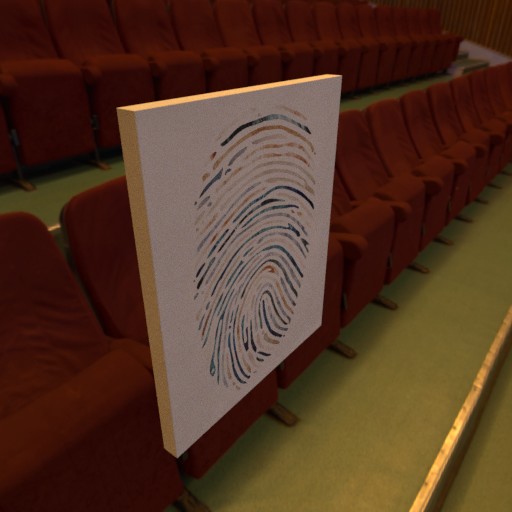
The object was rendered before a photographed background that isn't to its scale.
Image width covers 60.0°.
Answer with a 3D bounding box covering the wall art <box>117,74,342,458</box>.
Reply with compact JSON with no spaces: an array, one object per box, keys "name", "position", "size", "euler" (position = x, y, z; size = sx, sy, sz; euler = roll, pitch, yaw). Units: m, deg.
[{"name":"wall art","position":[0.000,0.000,0.848],"size":[0.037,0.606,0.508],"euler":[20,34,33]}]
